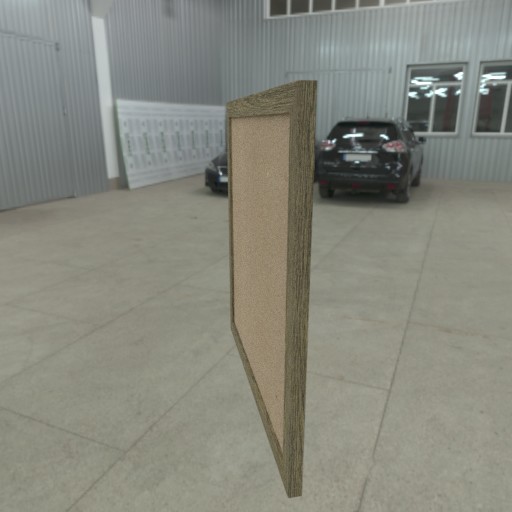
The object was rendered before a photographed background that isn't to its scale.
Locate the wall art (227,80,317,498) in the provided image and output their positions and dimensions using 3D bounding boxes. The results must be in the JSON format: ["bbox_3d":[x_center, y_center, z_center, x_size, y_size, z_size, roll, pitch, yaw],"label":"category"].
[{"bbox_3d":[0.000,0.000,0.744,0.019,0.508,0.508,-3,17,-11],"label":"wall art"}]
